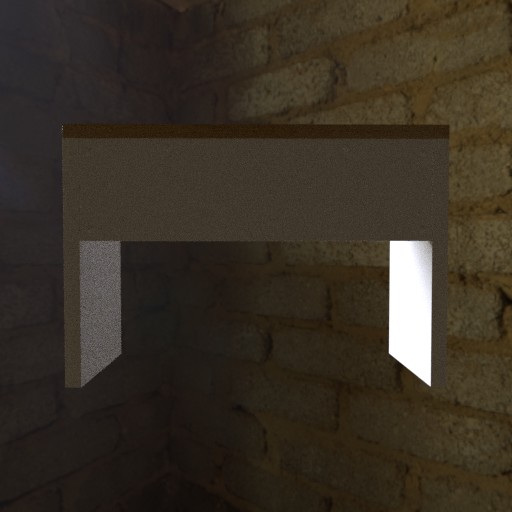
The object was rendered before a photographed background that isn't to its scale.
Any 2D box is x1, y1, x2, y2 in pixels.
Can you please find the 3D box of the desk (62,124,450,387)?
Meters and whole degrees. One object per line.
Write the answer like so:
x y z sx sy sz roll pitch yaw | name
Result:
0.000 0.000 1.464 1.100 0.760 0.390 0 2 0 | desk
